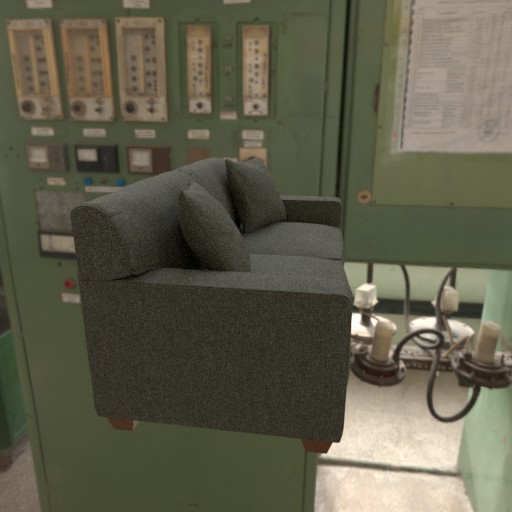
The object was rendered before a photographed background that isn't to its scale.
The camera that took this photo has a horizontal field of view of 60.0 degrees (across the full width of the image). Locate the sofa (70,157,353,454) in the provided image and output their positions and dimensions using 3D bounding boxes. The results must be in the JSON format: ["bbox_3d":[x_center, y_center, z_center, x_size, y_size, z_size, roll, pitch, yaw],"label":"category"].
[{"bbox_3d":[0.000,0.000,2.388,0.998,0.958,1.846,3,18,9],"label":"sofa"}]
